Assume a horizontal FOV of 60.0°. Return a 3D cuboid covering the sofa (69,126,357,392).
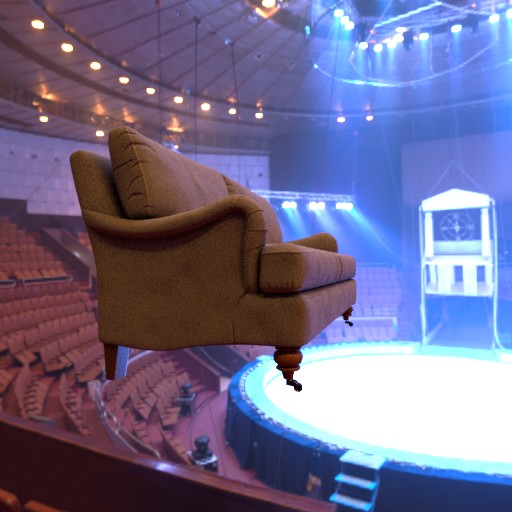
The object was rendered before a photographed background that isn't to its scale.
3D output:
[{"bbox_3d":[0.000,0.000,2.782,1.069,1.096,2.193,0,-1,18],"label":"sofa"}]
